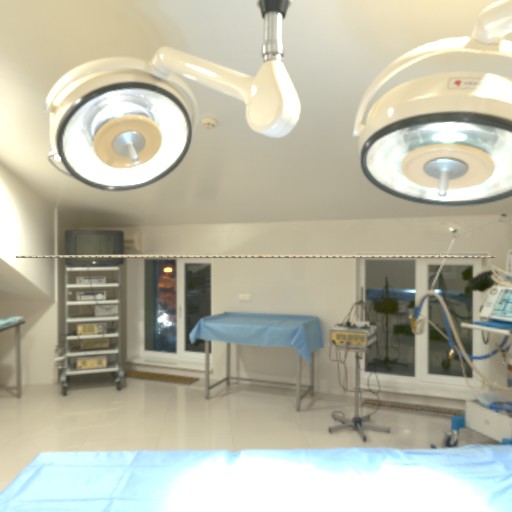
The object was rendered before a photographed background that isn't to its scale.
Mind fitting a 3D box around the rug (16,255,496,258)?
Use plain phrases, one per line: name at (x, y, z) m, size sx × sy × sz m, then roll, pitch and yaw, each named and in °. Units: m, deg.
rug at (0.000, 0.000, 2.160) m, size 1.752 × 0.008 × 1.144 m, roll 0°, pitch 0°, yaw 1°
